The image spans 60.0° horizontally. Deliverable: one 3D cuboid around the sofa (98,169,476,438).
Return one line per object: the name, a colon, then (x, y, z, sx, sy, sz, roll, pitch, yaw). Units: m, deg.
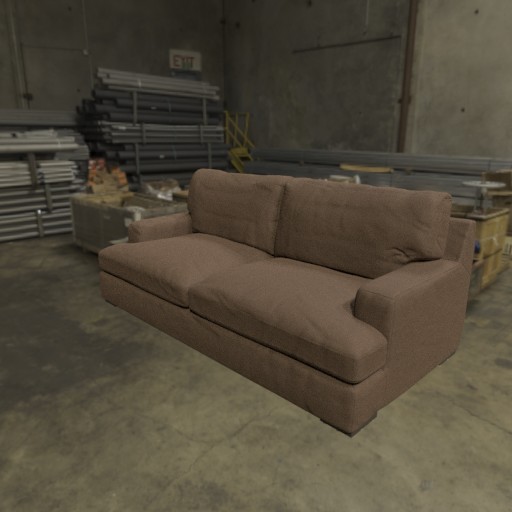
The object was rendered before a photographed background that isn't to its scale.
sofa: (0.000, 0.000, 2.831, 1.140, 0.950, 2.274, -15, 21, -43)
